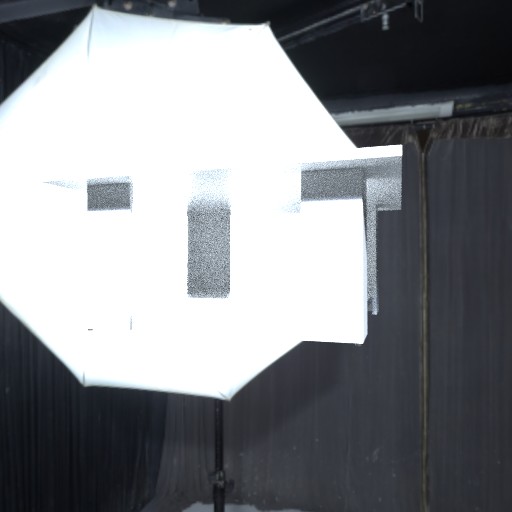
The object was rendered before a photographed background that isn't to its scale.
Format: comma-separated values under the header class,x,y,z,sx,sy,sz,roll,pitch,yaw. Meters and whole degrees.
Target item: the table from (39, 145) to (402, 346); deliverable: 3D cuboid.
class,x,y,z,sx,sy,sz,roll,pitch,yaw
table,0.000,0.000,1.072,0.670,0.305,0.670,0,-1,18
